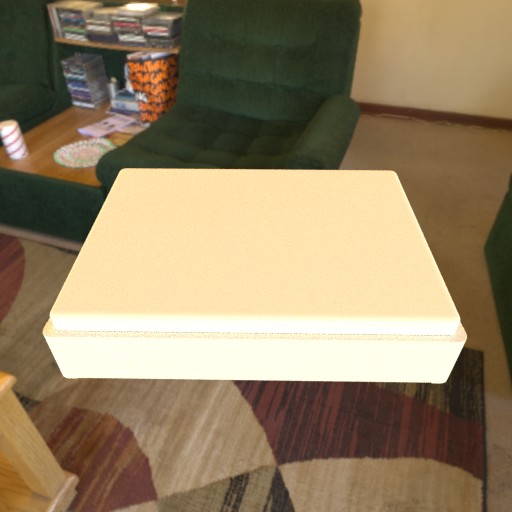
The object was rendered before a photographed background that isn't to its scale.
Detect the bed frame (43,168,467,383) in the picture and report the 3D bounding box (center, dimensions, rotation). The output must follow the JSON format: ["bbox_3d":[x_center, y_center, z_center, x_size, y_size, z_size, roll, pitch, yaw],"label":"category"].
[{"bbox_3d":[0.000,0.000,2.561,1.900,0.406,1.400,1,40,1],"label":"bed frame"}]
